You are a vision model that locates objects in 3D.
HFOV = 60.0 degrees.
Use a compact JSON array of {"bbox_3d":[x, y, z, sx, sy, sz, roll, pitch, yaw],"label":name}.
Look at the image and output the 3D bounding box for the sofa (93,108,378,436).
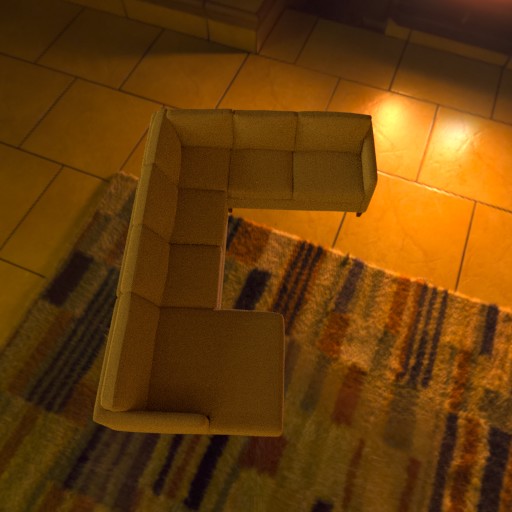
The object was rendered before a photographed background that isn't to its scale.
[{"bbox_3d":[0.000,0.000,4.608,2.594,0.961,3.460,2,63,1],"label":"sofa"}]
